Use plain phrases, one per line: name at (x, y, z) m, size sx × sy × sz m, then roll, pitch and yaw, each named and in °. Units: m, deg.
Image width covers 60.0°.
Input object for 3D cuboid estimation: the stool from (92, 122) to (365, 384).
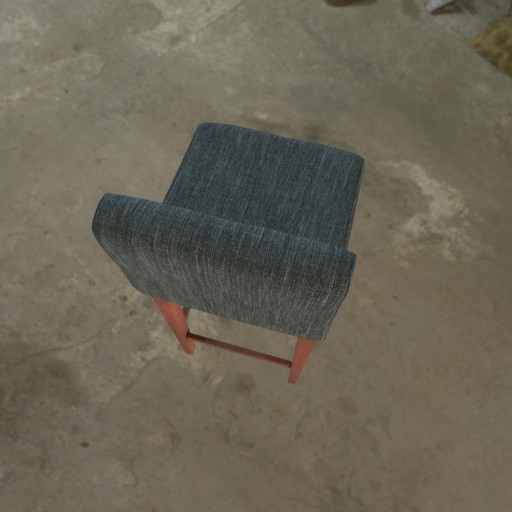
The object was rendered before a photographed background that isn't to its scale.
stool at (0.000, 0.000, 1.085) m, size 0.395 × 0.835 × 0.459 m, roll 14°, pitch 64°, yaw 7°
